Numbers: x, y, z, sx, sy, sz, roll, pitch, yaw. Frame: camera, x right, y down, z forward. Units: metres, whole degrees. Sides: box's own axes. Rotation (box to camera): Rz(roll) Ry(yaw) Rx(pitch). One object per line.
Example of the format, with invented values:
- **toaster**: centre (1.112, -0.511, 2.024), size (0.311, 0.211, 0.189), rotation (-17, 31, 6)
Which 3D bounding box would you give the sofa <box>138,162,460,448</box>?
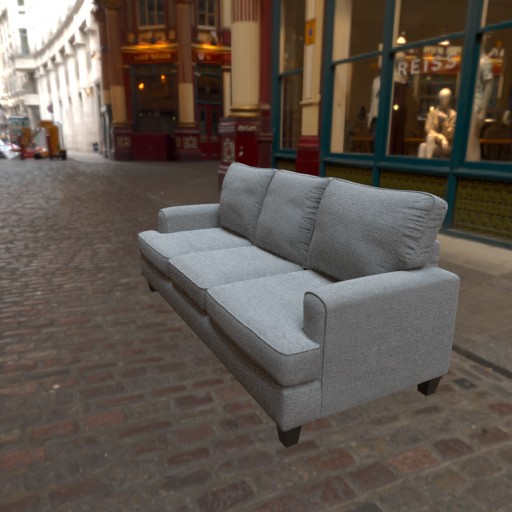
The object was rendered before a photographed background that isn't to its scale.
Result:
- **sofa**: centre (0.000, 0.000, 2.669), size (0.951, 0.965, 2.158), rotation (-8, 18, -27)
